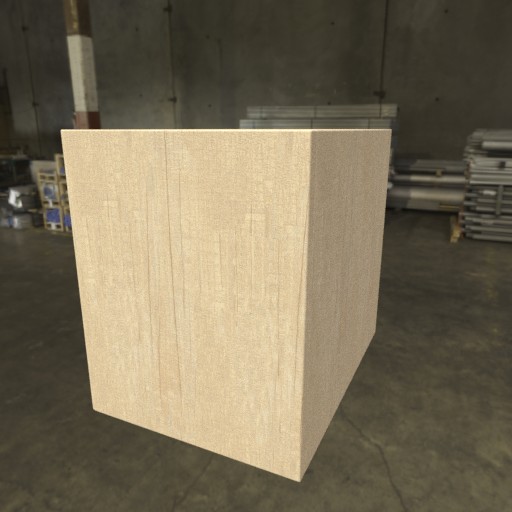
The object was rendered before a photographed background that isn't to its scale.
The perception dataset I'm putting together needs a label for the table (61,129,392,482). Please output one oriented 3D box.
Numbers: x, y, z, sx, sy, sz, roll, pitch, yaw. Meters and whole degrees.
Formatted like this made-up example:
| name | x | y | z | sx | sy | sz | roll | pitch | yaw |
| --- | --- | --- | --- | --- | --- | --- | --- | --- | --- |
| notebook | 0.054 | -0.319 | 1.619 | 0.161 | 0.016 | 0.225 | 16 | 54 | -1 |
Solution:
| name | x | y | z | sx | sy | sz | roll | pitch | yaw |
| --- | --- | --- | --- | --- | --- | --- | --- | --- | --- |
| table | 0.000 | 0.000 | 0.929 | 0.420 | 0.510 | 0.570 | 8 | 18 | 25 |
